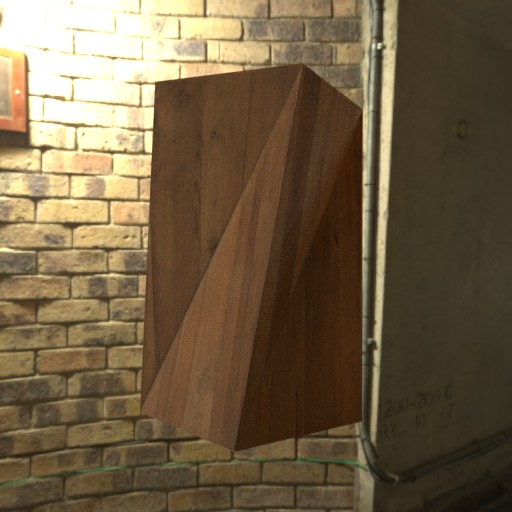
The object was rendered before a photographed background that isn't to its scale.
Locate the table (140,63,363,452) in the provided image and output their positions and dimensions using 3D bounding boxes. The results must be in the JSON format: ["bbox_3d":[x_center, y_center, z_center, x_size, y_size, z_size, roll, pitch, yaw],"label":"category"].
[{"bbox_3d":[0.000,0.000,0.902,0.425,0.604,0.441,0,0,18],"label":"table"}]
